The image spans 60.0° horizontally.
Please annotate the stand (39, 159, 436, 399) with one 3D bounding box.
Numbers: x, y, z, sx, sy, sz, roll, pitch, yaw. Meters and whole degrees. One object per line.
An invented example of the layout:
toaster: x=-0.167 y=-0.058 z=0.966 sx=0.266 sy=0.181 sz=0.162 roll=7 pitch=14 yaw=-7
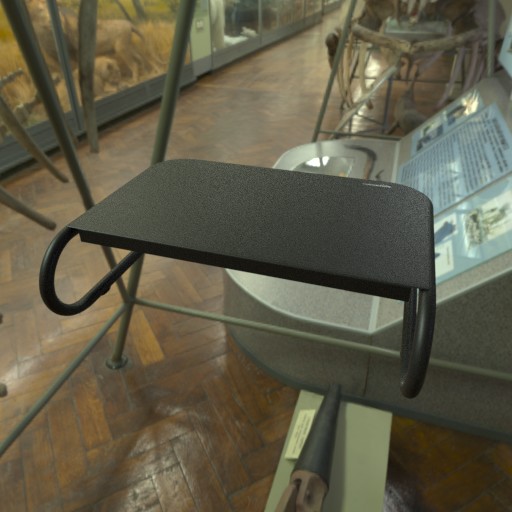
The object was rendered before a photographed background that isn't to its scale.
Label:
stand: x=0.000 y=0.000 z=0.509 sx=0.370 sy=0.108 sz=0.280 roll=10 pitch=34 yaw=15
